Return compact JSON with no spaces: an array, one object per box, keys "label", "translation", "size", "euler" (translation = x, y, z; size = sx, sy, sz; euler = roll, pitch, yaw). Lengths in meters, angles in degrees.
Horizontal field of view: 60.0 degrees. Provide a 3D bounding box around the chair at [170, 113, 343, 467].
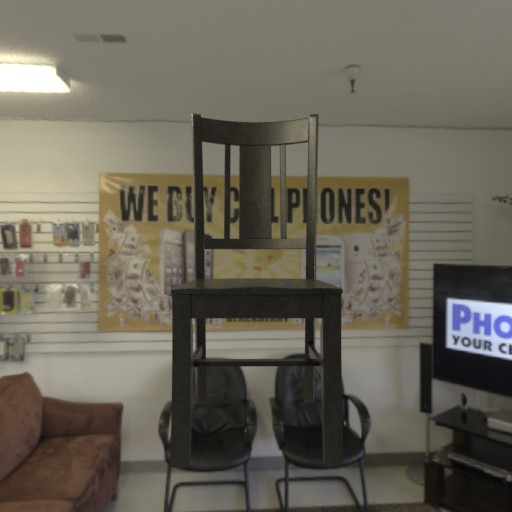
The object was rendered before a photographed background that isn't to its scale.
[{"label":"chair","translation":[0.000,0.000,1.314],"size":[0.450,0.998,0.555],"euler":[0,0,-1]}]
